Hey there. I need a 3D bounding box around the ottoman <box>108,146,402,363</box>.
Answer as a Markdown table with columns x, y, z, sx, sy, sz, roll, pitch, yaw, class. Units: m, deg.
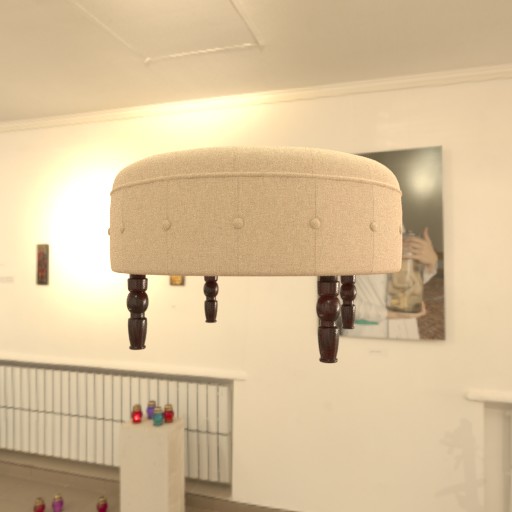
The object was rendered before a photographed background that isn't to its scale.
| x | y | z | sx | sy | sz | roll | pitch | yaw | class |
| --- | --- | --- | --- | --- | --- | --- | --- | --- | --- |
| 0.000 | 0.000 | 1.351 | 0.848 | 0.494 | 0.848 | 0 | 0 | 0 | ottoman |
